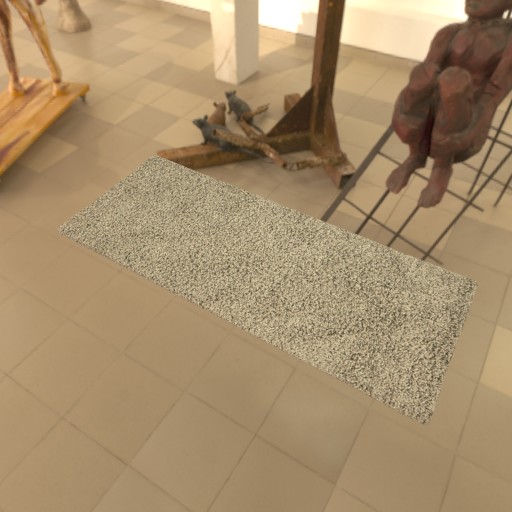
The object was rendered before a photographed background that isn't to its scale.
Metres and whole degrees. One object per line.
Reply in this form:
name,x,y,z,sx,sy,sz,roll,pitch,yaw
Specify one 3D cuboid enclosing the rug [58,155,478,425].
rug,0.000,0.000,1.705,1.524,0.030,0.609,24,52,21
